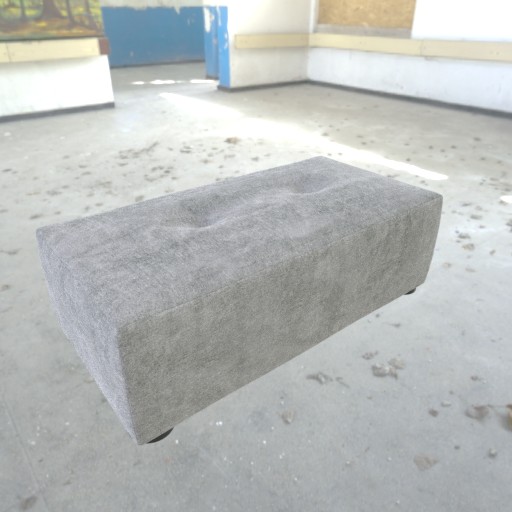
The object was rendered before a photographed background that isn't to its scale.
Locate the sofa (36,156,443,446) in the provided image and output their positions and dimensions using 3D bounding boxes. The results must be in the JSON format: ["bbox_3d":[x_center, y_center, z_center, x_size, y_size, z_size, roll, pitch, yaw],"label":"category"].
[{"bbox_3d":[0.000,0.000,1.144,0.930,0.330,0.480,-21,36,-33],"label":"sofa"}]
